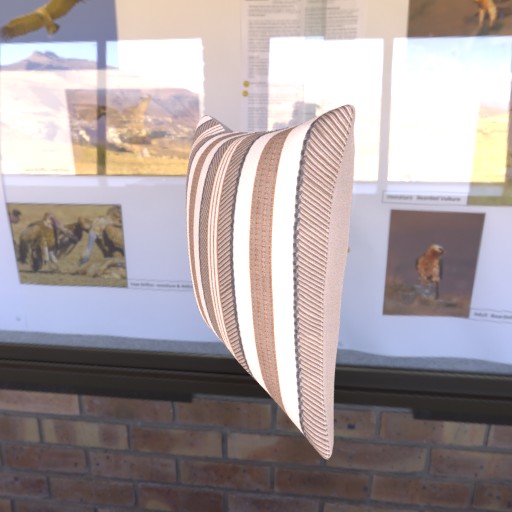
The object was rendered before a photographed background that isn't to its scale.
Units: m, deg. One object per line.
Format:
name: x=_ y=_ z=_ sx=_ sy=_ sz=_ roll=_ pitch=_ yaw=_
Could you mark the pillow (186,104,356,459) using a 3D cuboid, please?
pillow: x=0.000 y=0.000 z=0.644 sx=0.173 sy=0.401 sz=0.416 roll=-7 pitch=18 yaw=-24
